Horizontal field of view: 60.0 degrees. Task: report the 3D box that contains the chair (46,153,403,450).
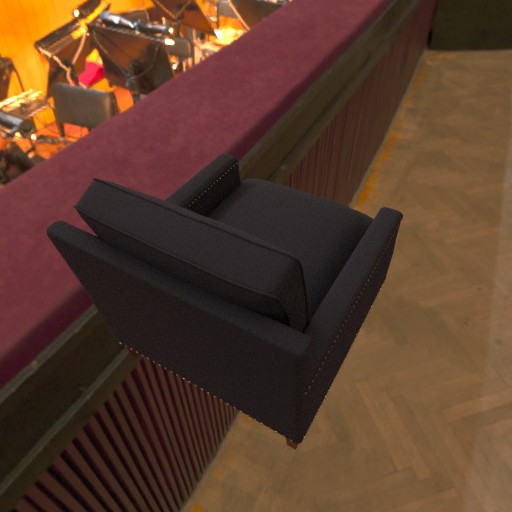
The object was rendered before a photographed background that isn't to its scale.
[{"bbox_3d":[0.000,0.000,1.681,0.853,0.943,1.014,23,49,21],"label":"chair"}]
